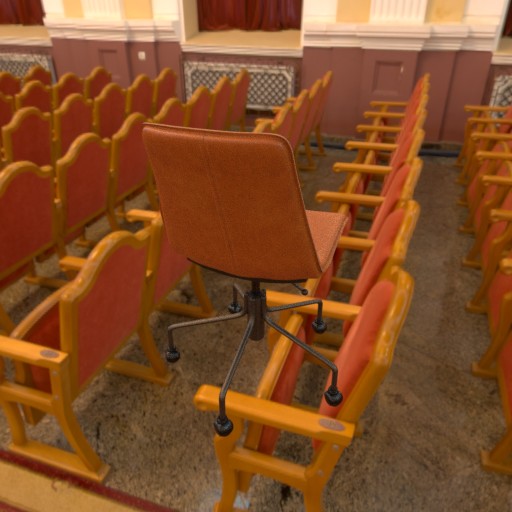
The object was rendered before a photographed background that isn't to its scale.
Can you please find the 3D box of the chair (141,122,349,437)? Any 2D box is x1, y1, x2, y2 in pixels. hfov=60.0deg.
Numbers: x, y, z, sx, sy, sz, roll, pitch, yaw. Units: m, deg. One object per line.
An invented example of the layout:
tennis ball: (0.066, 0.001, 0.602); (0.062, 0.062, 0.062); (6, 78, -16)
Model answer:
chair: (0.000, 0.000, 1.371); (0.651, 0.920, 0.660); (10, 32, 17)
